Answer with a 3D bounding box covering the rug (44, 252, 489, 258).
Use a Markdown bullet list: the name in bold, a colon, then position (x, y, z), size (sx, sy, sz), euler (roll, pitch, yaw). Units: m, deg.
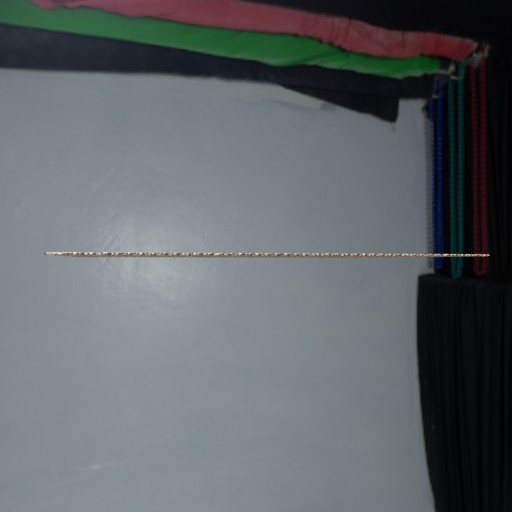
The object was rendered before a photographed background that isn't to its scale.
- **rug**: position (0.000, 0.000, 2.285), size (1.828, 0.008, 1.219), euler (0, -1, -17)
